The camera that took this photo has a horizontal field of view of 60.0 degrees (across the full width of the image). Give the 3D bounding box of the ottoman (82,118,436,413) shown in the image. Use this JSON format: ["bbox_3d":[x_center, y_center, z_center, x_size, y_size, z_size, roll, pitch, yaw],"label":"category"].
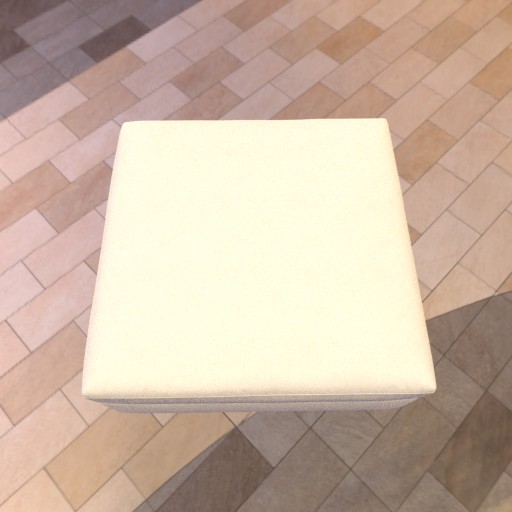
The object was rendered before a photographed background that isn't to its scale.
[{"bbox_3d":[0.000,0.000,1.790,1.163,0.482,1.167,-1,64,0],"label":"ottoman"}]
